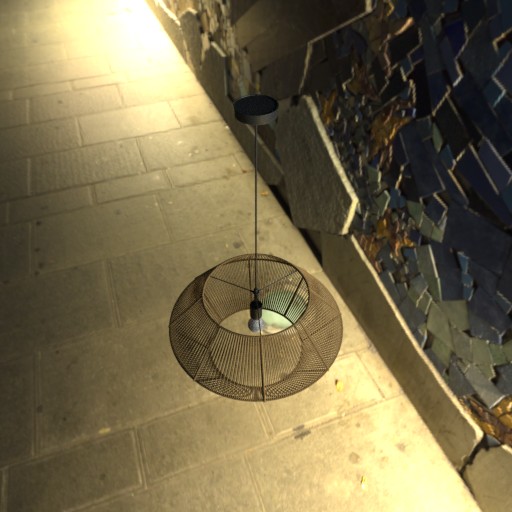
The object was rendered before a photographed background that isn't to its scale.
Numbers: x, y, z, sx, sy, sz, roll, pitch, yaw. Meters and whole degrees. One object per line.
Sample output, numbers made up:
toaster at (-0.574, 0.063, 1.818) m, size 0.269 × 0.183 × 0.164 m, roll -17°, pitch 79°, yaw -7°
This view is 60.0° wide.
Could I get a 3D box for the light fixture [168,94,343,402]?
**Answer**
light fixture at (0.000, 0.000, 1.397) m, size 0.643 × 1.009 × 0.643 m, roll 0°, pitch 45°, yaw 0°
